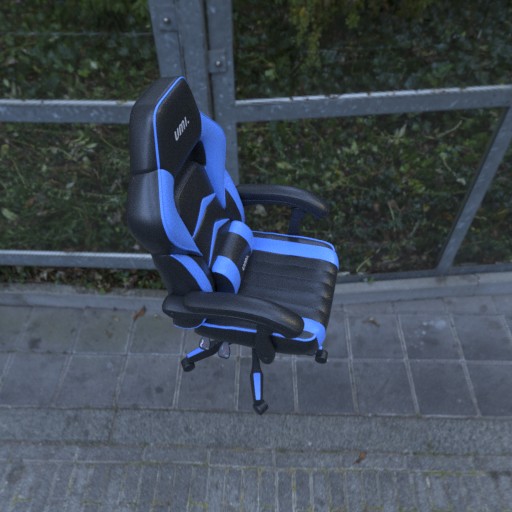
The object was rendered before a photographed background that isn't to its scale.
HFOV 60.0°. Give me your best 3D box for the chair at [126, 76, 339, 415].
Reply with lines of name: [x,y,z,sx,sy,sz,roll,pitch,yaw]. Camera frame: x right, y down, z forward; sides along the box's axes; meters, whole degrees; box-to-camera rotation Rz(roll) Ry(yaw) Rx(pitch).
chair: [0.000,0.000,1.707,0.700,1.280,0.700,11,48,10]
